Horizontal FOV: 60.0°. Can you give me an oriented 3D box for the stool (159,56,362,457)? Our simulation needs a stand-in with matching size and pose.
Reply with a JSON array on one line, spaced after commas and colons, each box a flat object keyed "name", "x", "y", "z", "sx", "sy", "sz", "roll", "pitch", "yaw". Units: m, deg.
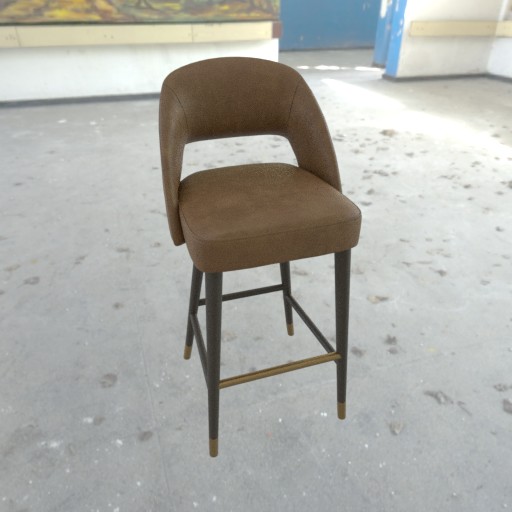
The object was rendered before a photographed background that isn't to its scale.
[{"name": "stool", "x": 0.000, "y": 0.000, "z": 1.322, "sx": 0.494, "sy": 1.037, "sz": 0.509, "roll": -10, "pitch": 32, "yaw": -16}]
